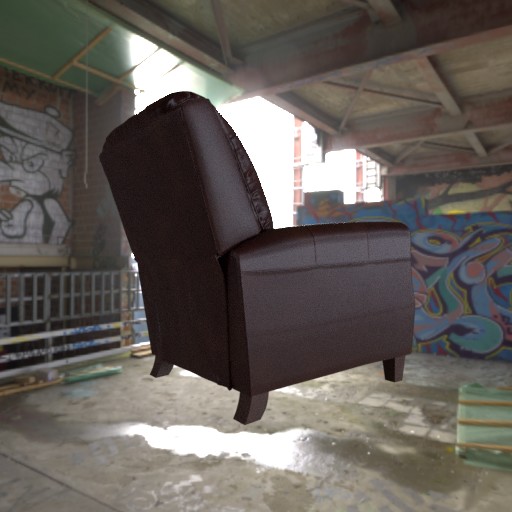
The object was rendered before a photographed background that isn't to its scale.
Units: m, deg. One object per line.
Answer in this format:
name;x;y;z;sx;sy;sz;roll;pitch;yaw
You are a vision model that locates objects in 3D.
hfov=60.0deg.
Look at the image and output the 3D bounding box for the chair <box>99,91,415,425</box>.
chair;0.000;0.000;1.807;1.089;1.022;0.826;0;0;-36
